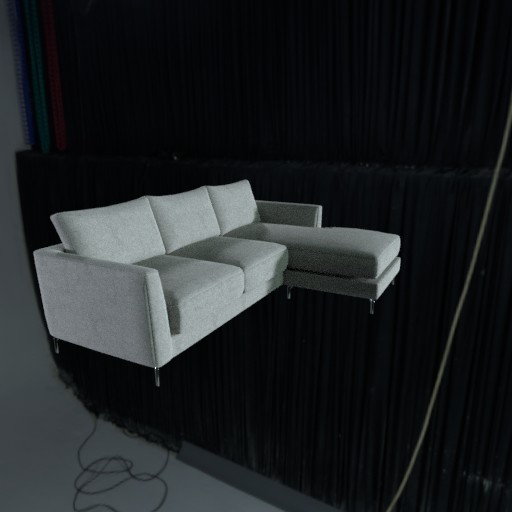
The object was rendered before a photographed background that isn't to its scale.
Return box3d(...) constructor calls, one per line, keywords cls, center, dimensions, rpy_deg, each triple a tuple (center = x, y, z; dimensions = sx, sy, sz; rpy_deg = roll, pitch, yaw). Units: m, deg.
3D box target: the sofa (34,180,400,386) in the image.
box3d(cls="sofa", center=(0.000, 0.000, 3.193), dimensions=(1.626, 0.864, 2.438), rpy_deg=(8, 17, 27))
